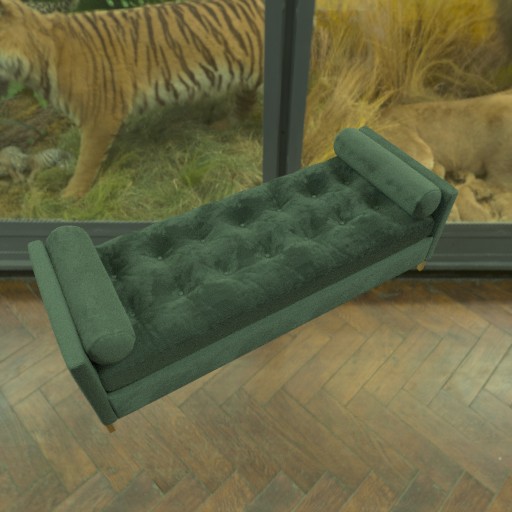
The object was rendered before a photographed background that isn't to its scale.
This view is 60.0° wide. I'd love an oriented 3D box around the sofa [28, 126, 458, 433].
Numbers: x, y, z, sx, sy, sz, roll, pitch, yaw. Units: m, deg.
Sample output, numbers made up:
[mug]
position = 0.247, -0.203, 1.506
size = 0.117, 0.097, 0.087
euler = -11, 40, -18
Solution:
[sofa]
position = 0.000, 0.000, 2.447
size = 2.102, 0.705, 0.796
euler = -23, 51, -20
